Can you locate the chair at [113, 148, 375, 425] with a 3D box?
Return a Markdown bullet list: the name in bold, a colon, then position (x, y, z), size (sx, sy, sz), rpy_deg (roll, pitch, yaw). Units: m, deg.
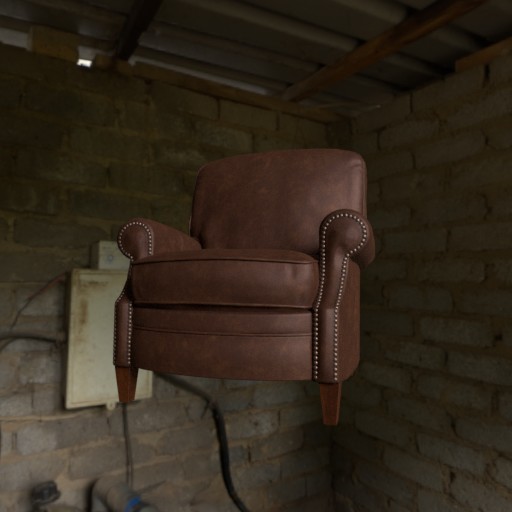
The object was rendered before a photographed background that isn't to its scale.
- **chair**: position (0.000, 0.000, 1.780), size (0.936, 1.018, 0.986), rpy_deg (-1, -2, 18)
